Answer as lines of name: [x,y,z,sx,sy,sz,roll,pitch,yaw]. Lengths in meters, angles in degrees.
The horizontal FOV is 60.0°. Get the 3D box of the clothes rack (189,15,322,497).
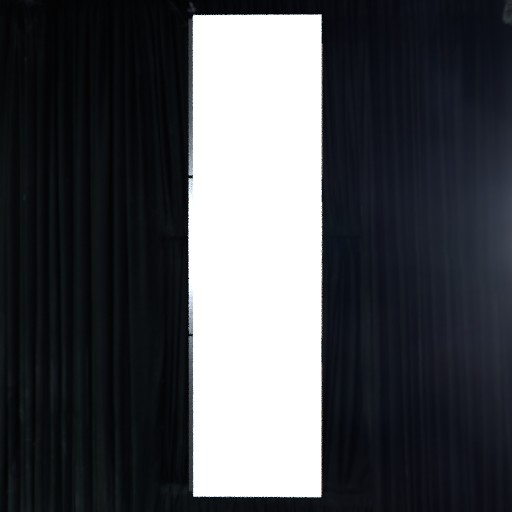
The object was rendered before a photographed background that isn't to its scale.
clothes rack: [0.000,0.000,1.343,0.330,1.187,0.500,0,0,0]
